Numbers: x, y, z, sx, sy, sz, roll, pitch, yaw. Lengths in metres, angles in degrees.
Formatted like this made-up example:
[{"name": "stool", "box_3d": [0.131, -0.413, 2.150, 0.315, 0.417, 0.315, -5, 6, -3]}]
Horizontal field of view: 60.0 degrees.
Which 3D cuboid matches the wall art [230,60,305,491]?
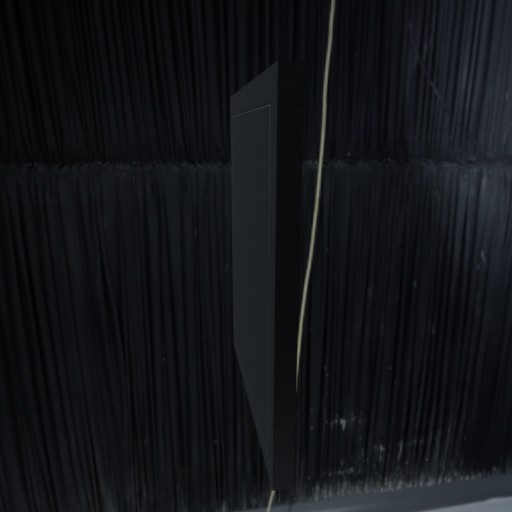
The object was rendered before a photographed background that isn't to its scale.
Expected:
[{"name": "wall art", "box_3d": [0.000, 0.000, 0.771, 0.031, 0.558, 0.461, -2, 15, -9]}]
